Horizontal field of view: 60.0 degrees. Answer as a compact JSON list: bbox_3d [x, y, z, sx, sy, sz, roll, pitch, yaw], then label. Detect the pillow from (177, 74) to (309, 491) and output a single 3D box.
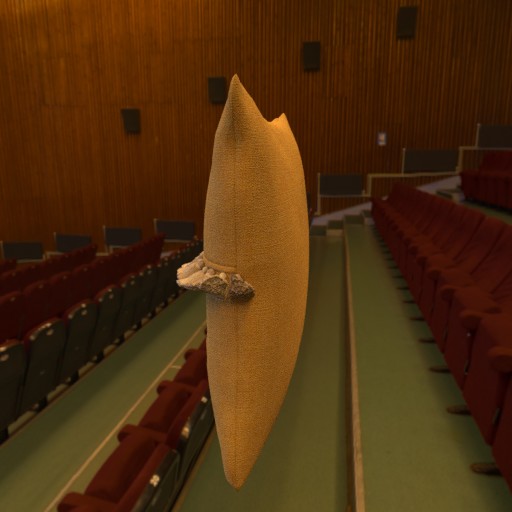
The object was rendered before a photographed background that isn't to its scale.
[{"bbox_3d":[0.000,0.000,0.718,0.167,0.481,0.485,2,13,10],"label":"pillow"}]
